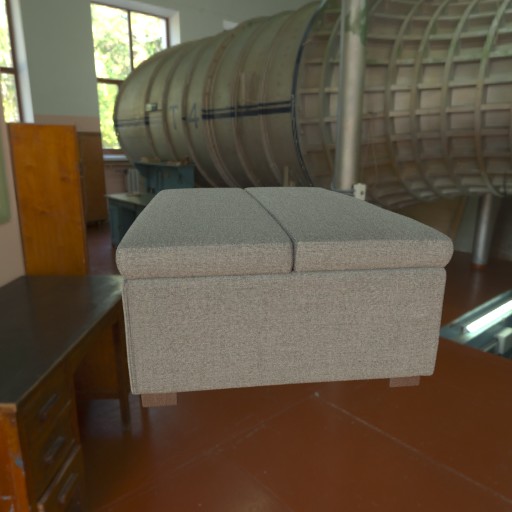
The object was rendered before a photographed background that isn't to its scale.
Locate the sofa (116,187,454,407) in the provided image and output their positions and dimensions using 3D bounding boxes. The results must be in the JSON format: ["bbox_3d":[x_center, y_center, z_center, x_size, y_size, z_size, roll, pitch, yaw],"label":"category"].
[{"bbox_3d":[0.000,0.000,1.639,0.817,0.434,1.250,-2,14,-7],"label":"sofa"}]
